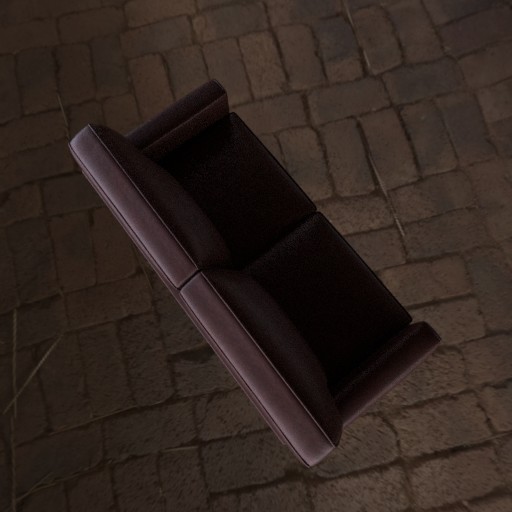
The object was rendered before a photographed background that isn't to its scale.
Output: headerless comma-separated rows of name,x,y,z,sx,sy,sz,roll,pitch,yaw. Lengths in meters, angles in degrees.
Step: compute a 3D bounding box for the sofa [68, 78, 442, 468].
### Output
sofa,0.000,0.000,2.364,0.912,0.928,1.876,-37,78,-9
